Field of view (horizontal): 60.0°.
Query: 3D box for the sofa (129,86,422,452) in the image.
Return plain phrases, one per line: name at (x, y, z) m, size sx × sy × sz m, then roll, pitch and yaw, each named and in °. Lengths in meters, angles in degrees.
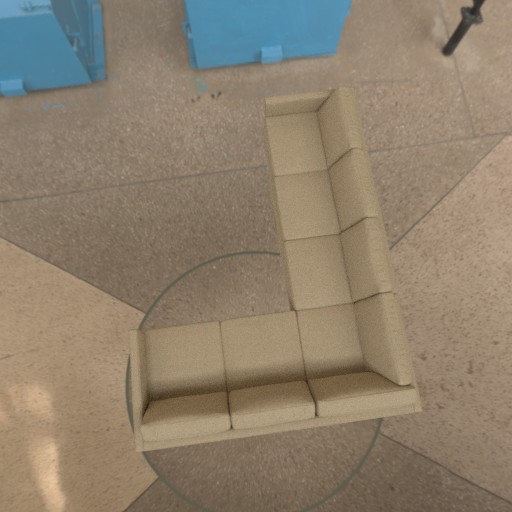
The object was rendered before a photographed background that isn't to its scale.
sofa at (0.000, 0.000, 4.309) m, size 2.432 × 0.871 × 3.182 m, roll -7°, pitch 75°, yaw -2°
